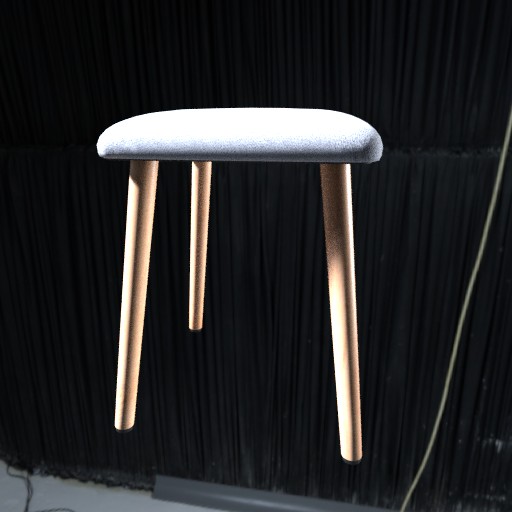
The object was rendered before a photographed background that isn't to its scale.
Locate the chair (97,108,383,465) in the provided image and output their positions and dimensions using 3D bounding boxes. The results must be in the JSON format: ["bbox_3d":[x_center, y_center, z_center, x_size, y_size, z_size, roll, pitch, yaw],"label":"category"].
[{"bbox_3d":[0.000,0.000,0.698,0.350,0.440,0.350,3,17,10],"label":"chair"}]
